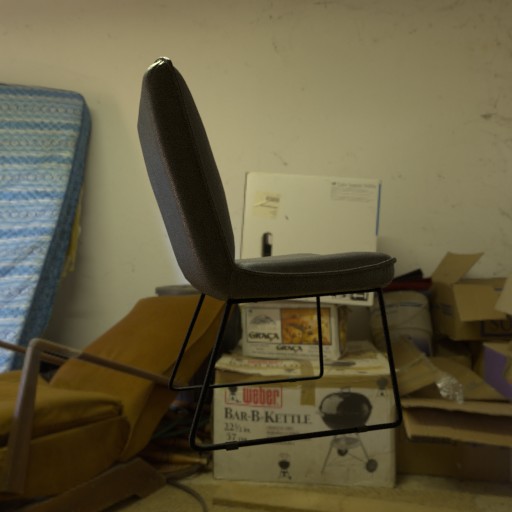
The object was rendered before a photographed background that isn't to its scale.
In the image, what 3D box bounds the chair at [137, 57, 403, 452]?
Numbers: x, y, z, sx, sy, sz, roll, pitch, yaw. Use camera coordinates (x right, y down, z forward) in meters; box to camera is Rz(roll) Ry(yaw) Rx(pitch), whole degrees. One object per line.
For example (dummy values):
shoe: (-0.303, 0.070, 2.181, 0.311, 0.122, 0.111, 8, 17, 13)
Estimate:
chair: (0.000, 0.000, 1.345, 0.688, 0.932, 0.515, 0, 0, -17)
